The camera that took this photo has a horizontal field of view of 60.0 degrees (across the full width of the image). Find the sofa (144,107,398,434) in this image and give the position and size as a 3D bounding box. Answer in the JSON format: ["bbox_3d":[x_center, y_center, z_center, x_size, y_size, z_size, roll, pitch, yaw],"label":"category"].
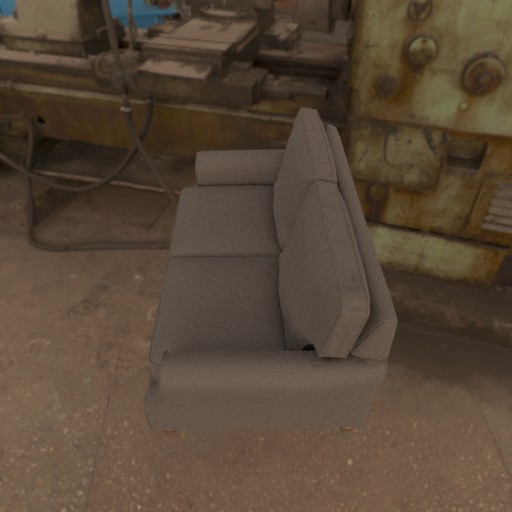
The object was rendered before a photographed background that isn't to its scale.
[{"bbox_3d":[0.000,0.000,2.247,0.964,0.937,1.665,0,42,-1],"label":"sofa"}]
